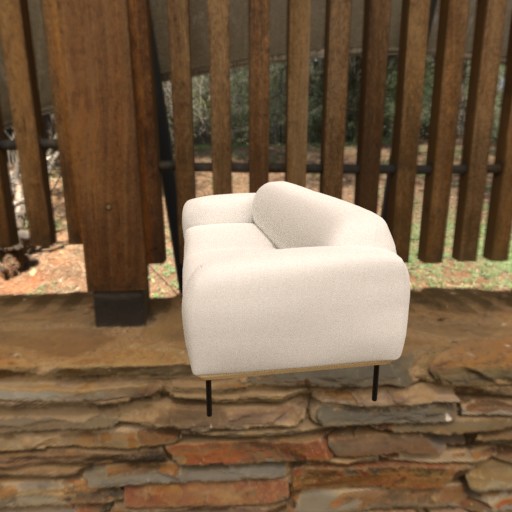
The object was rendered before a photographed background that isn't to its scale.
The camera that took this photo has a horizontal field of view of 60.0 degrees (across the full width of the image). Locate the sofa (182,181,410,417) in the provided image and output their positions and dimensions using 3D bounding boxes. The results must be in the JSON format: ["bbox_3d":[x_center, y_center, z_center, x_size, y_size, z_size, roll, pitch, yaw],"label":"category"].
[{"bbox_3d":[0.000,0.000,2.671,0.880,0.780,2.257,-2,14,-9],"label":"sofa"}]
